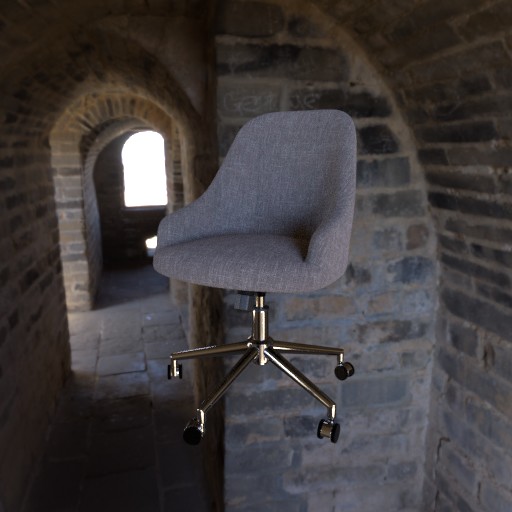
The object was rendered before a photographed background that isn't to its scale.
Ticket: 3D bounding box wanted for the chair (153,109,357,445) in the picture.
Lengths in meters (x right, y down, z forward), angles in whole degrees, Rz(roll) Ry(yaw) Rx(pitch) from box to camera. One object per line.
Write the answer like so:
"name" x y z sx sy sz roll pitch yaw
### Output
"chair" 0.000 0.000 1.427 0.671 0.950 0.712 6 14 27
